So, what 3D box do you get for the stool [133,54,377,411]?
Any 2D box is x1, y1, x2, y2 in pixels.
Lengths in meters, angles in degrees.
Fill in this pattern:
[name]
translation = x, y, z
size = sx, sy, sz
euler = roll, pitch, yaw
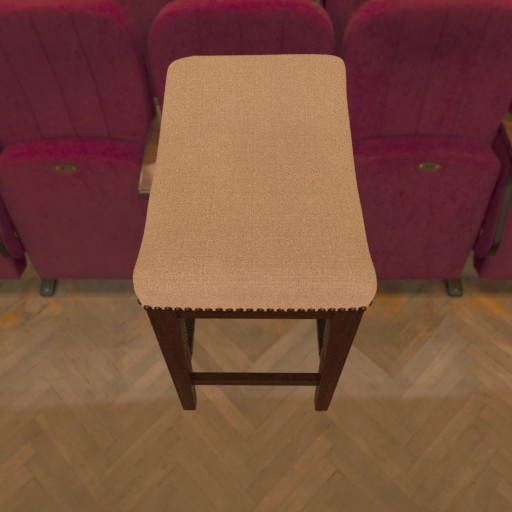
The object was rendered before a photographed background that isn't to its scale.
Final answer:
[stool]
translation = 0.000, 0.000, 0.967
size = 0.363, 0.669, 0.509
euler = 0, 58, 0
